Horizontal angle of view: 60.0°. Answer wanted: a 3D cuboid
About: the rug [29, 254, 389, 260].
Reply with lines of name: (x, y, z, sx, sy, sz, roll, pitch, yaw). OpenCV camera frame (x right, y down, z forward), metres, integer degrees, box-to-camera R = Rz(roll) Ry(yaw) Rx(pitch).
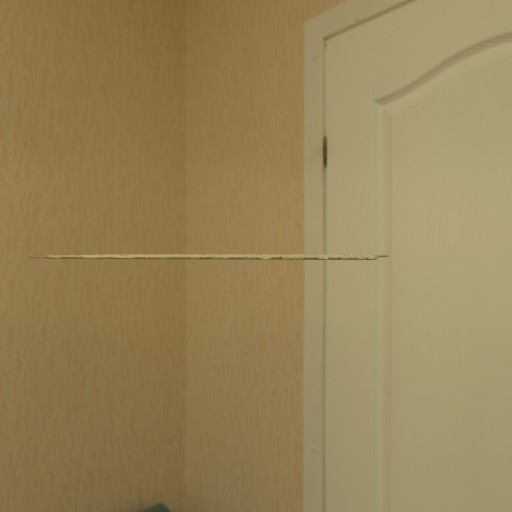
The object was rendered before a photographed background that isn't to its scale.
rug: (0.000, 0.000, 4.237, 2.388, 0.030, 3.213, 0, 0, 18)
